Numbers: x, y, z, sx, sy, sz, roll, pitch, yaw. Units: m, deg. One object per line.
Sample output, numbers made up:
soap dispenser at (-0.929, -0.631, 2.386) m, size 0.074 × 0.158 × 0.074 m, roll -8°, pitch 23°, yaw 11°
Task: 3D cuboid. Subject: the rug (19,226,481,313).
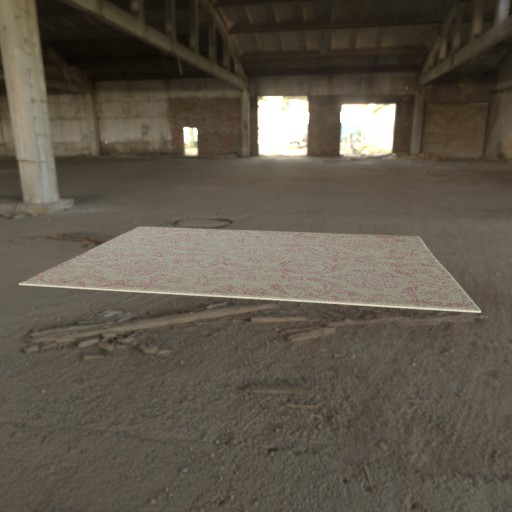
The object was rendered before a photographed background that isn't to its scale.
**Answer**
rug at (0.000, 0.000, 3.446) m, size 2.746 × 0.018 × 1.819 m, roll 3°, pitch 16°, yaw 9°
